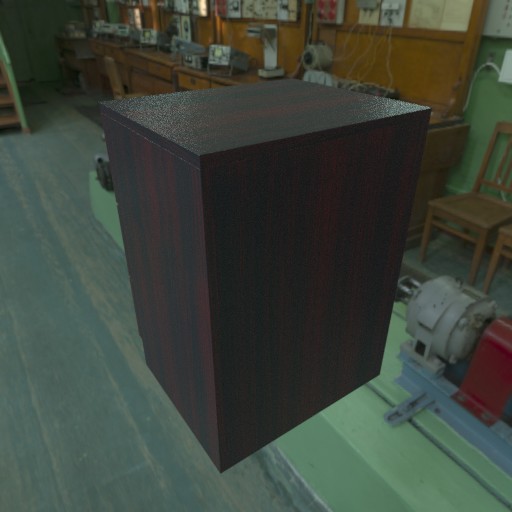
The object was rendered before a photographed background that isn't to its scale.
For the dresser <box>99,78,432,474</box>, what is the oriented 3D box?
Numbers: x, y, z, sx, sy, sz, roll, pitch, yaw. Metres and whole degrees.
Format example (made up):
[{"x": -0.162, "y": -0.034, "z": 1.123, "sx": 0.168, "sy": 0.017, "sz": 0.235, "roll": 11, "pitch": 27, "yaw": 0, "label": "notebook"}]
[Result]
[{"x": 0.000, "y": 0.000, "z": 0.842, "sx": 0.400, "sy": 0.560, "sz": 0.360, "roll": -20, "pitch": 36, "yaw": -30, "label": "dresser"}]
